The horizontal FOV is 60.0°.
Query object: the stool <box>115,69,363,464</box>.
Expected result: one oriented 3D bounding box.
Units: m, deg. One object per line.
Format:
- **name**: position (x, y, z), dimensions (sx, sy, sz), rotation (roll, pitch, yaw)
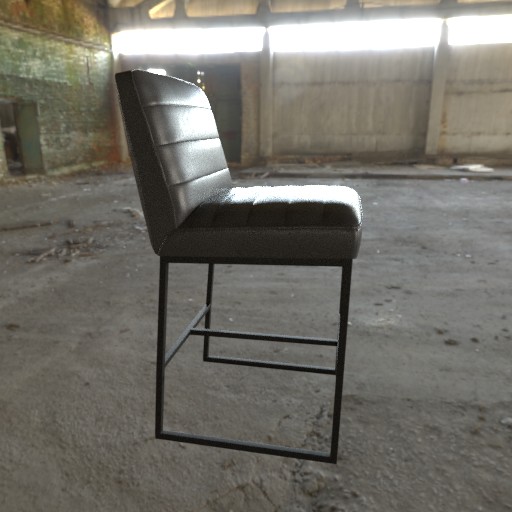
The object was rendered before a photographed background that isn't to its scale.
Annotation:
- **stool**: position (0.000, 0.000, 1.235), dimensions (0.552, 0.938, 0.457), rotation (3, 17, 11)
